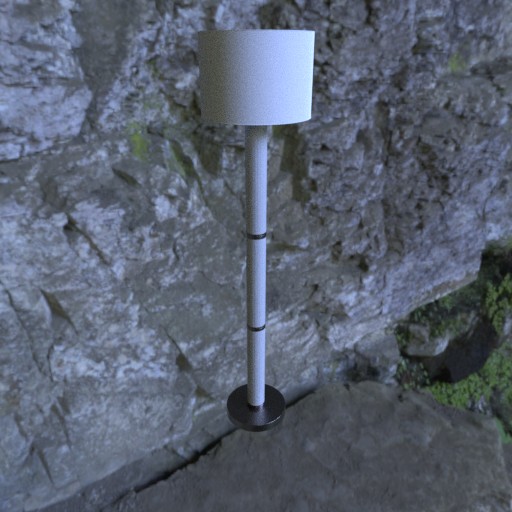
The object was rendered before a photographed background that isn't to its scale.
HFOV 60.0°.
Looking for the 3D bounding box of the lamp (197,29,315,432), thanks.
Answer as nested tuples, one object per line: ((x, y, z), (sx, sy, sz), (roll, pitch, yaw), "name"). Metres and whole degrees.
((0.000, 0.000, 1.758), (0.377, 1.599, 0.377), (-18, 30, -33), "lamp")
